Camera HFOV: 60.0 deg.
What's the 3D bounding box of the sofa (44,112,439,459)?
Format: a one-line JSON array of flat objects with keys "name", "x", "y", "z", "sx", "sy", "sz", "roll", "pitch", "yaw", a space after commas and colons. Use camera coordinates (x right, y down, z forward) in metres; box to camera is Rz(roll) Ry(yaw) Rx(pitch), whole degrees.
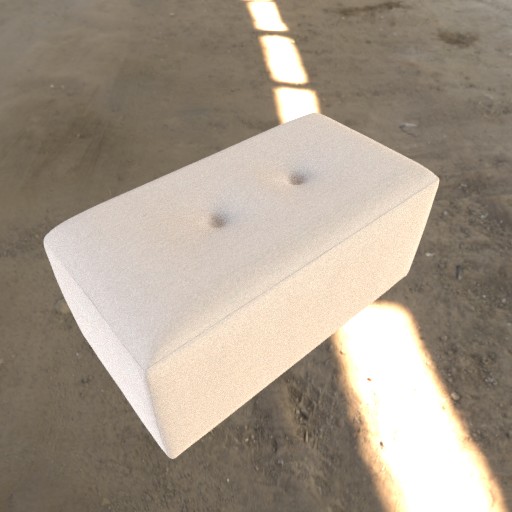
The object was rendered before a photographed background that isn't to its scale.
[{"name": "sofa", "x": 0.000, "y": 0.000, "z": 1.224, "sx": 0.930, "sy": 0.470, "sz": 0.480, "roll": -31, "pitch": 53, "yaw": -27}]
